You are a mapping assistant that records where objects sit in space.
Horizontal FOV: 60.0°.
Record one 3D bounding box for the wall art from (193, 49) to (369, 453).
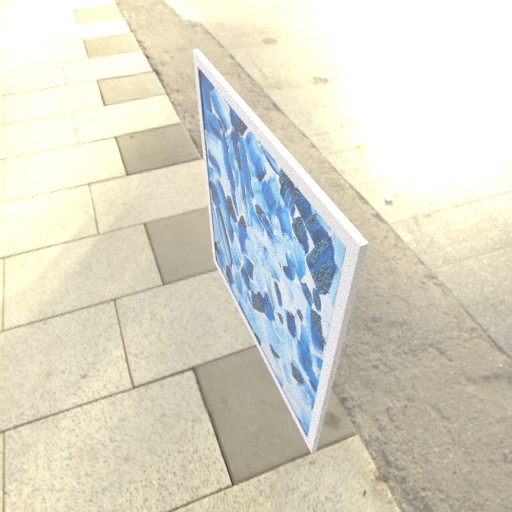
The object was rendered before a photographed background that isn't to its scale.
[{"bbox_3d":[0.000,0.000,1.211,0.015,0.812,0.812,-17,48,-16],"label":"wall art"}]
